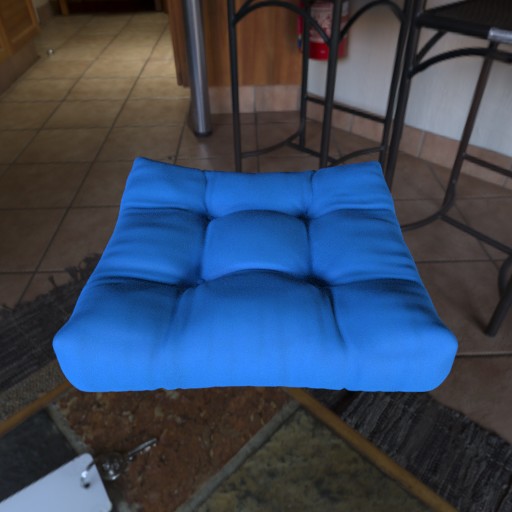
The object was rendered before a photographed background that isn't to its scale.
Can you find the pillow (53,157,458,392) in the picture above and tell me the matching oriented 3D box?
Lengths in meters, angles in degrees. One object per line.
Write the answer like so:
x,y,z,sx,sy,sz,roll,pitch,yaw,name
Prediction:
0.000,0.000,0.713,0.490,0.128,0.468,0,41,0,pillow
